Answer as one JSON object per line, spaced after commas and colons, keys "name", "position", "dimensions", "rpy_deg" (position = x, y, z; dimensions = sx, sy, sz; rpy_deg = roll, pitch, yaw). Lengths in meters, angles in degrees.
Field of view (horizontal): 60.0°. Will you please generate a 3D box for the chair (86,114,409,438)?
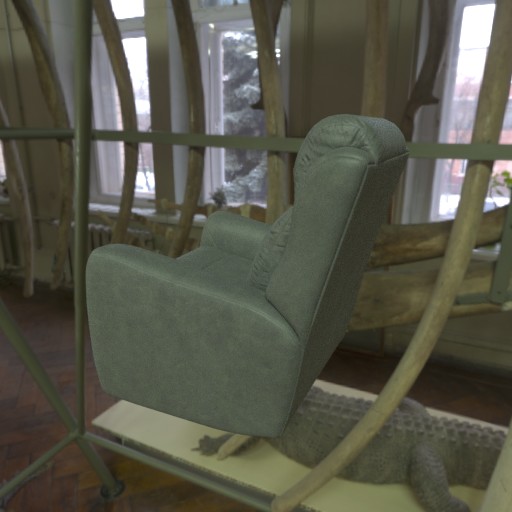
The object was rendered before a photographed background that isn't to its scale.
{"name": "chair", "position": [0.000, 0.000, 1.867], "dimensions": [1.068, 1.116, 0.965], "rpy_deg": [8, 18, 24]}
